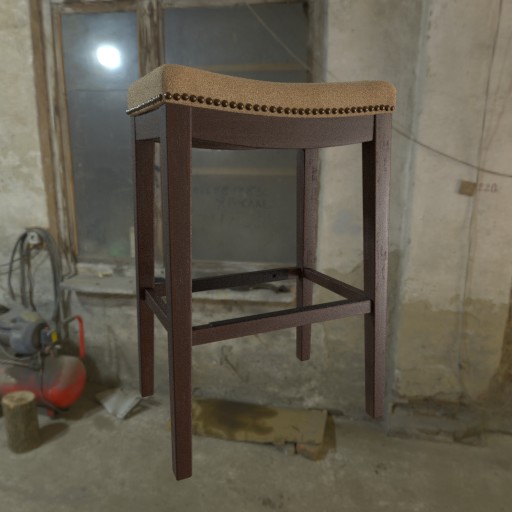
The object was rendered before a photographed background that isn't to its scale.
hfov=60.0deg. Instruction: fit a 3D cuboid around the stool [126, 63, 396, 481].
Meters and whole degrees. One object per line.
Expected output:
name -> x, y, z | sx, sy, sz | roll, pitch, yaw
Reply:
stool -> 0.000, 0.000, 1.030 | 0.509, 0.768, 0.363 | -6, 14, -25
